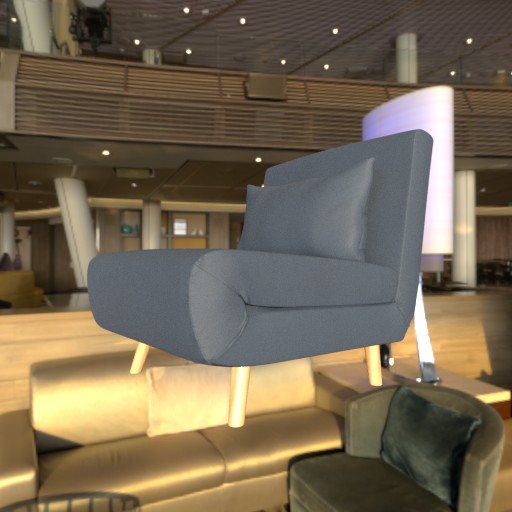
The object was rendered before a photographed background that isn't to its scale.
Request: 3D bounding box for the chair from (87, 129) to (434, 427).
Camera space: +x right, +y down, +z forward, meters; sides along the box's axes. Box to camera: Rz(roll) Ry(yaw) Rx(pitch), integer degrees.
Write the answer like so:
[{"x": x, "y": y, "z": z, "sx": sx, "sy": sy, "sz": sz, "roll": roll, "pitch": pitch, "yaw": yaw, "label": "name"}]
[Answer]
[{"x": 0.000, "y": 0.000, "z": 1.462, "sx": 0.900, "sy": 0.808, "sz": 0.770, "roll": 0, "pitch": -1, "yaw": -37, "label": "chair"}]
